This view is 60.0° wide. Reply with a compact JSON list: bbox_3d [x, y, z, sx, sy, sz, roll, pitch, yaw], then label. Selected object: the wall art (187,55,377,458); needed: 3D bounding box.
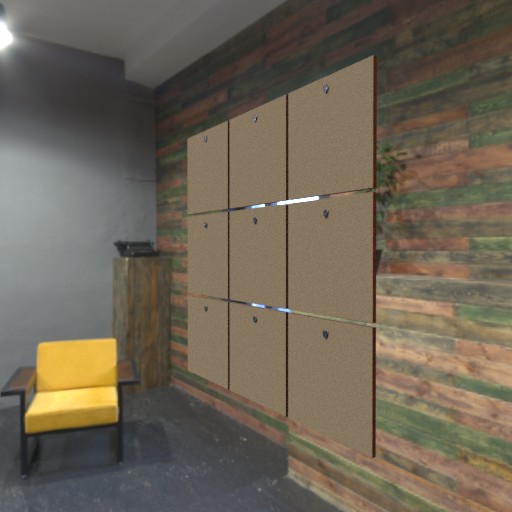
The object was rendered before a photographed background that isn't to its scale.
[{"bbox_3d":[0.000,0.000,1.363,0.018,0.904,0.906,0,1,-36],"label":"wall art"}]
